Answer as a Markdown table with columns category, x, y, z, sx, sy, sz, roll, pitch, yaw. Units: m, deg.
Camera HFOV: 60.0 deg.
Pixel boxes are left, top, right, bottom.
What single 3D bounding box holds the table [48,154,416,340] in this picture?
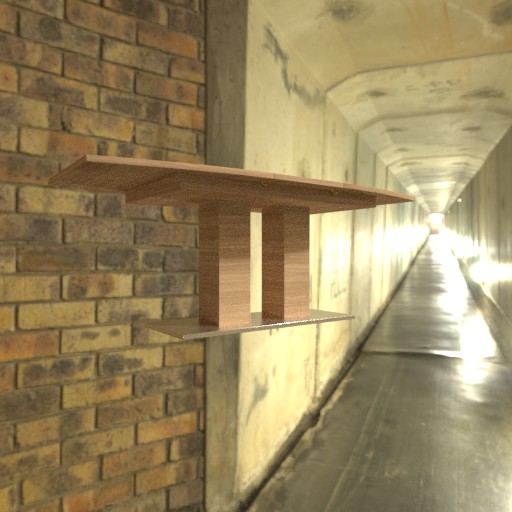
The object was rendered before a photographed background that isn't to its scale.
| category | x | y | z | sx | sy | sz | roll | pitch | yaw |
| --- | --- | --- | --- | --- | --- | --- | --- | --- | --- |
| table | 0.000 | 0.000 | 2.498 | 2.032 | 0.750 | 0.900 | 0 | 0 | -36 |
